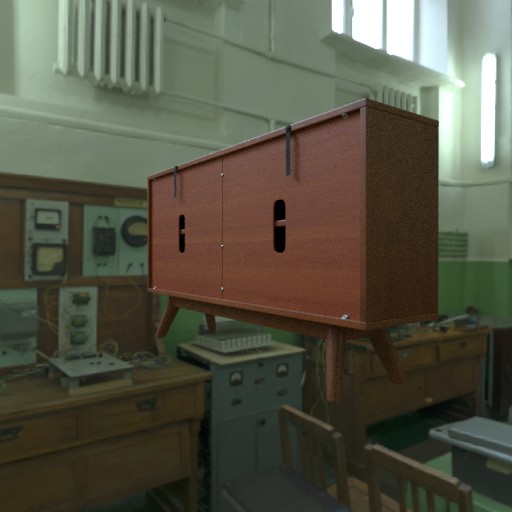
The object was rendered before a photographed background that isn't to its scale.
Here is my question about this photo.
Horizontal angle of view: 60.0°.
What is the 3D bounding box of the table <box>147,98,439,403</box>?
[{"bbox_3d":[0.000,0.000,1.547,0.308,0.698,1.220,0,0,-36],"label":"table"}]
